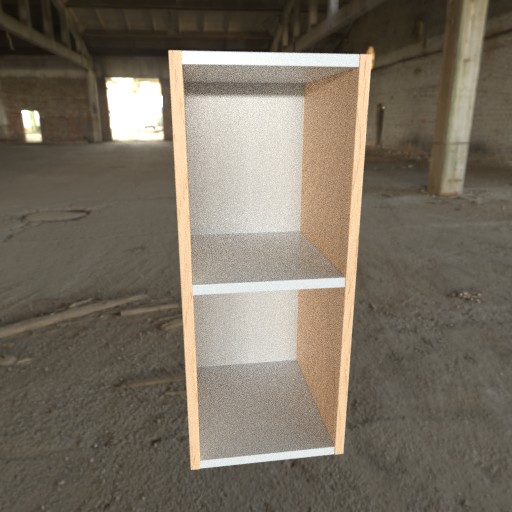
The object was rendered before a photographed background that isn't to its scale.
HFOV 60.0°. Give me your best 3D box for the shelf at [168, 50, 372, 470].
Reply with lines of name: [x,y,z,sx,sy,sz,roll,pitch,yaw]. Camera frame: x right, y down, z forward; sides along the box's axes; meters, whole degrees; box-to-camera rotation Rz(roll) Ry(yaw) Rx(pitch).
shelf: [0.000,0.000,0.756,0.250,0.600,0.290,-2,17,-8]
